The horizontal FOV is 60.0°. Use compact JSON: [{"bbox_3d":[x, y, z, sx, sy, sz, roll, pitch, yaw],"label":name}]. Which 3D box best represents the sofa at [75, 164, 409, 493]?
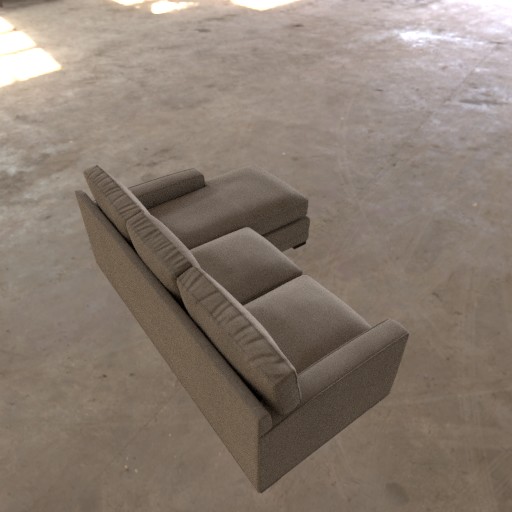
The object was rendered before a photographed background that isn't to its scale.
[{"bbox_3d":[0.000,0.000,2.811,1.496,0.861,2.087,-25,46,-27],"label":"sofa"}]
